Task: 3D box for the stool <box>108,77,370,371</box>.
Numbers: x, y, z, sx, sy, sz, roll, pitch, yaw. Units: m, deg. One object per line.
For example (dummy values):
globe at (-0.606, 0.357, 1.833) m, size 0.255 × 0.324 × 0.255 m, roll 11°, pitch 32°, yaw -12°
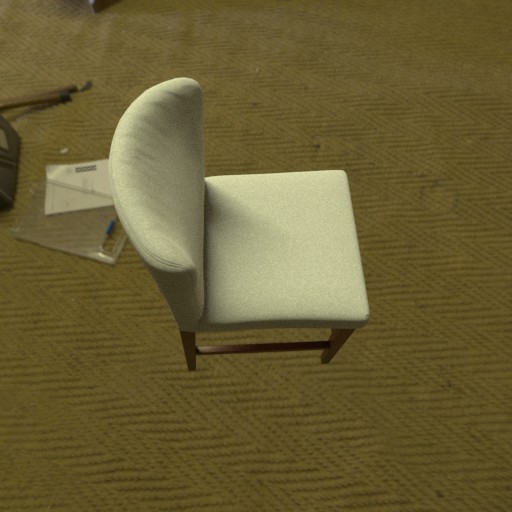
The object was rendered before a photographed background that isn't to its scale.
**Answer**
stool at (0.000, 0.000, 1.284) m, size 0.568 × 0.968 × 0.479 m, roll -2°, pitch 64°, yaw -1°
